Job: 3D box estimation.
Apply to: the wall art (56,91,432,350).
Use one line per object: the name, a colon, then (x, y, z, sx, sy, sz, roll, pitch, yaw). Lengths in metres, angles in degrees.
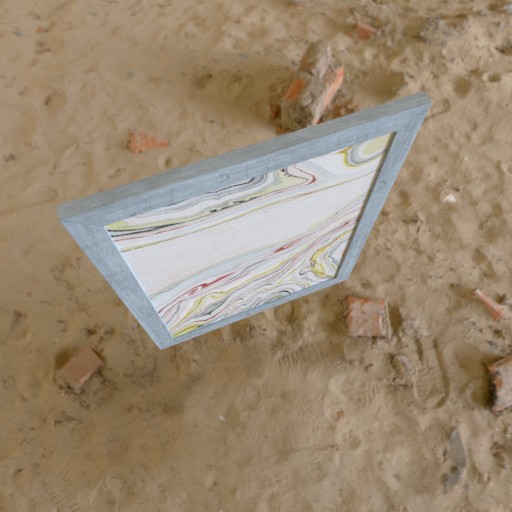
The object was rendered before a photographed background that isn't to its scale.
wall art: (0.000, 0.000, 0.797, 0.479, 0.582, 0.022, -20, 66, -9)
